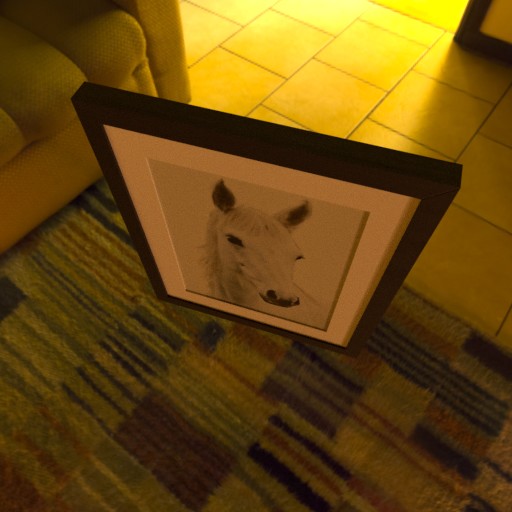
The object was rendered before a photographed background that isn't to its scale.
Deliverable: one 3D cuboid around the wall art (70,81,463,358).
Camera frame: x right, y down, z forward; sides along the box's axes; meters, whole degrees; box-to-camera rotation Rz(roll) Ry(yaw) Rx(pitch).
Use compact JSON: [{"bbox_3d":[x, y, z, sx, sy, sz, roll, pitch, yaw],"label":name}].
[{"bbox_3d":[0.000,0.000,0.739,0.455,0.552,0.034,15,60,9],"label":"wall art"}]
